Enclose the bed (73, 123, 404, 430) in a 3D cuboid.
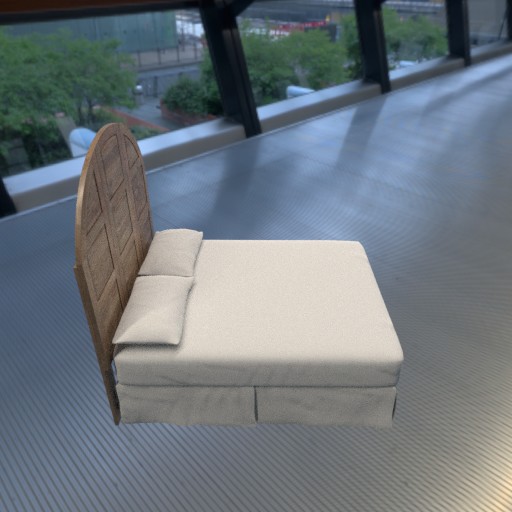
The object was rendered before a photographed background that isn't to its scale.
[{"bbox_3d":[0.000,0.000,3.471,2.112,2.002,1.713,0,33,0],"label":"bed"}]
